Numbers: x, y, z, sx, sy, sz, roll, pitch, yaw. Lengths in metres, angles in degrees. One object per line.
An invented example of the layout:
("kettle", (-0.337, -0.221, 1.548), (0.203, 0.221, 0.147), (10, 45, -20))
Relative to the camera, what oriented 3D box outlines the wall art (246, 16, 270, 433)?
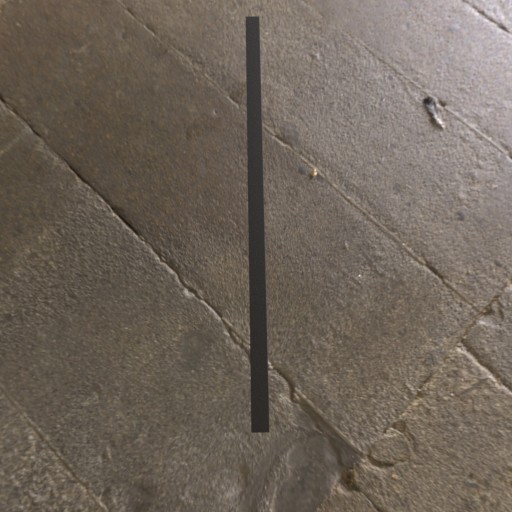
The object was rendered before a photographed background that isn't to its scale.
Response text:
("wall art", (0.000, 0.000, 0.528), (0.013, 0.356, 0.356), (-1, 74, 0))
